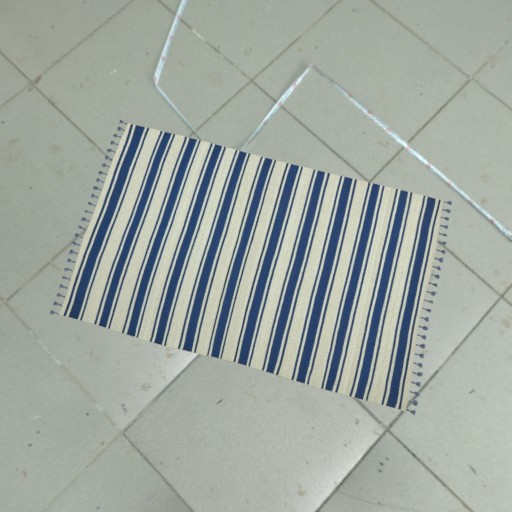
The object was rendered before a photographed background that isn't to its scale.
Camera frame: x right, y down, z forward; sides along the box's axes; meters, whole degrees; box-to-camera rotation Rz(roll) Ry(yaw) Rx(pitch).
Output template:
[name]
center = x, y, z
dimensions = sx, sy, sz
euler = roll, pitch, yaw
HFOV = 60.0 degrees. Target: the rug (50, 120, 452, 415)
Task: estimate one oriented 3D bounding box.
[rug]
center = 0.000, 0.000, 2.559
dimensions = 2.108, 0.009, 1.248
euler = 15, 77, 3
